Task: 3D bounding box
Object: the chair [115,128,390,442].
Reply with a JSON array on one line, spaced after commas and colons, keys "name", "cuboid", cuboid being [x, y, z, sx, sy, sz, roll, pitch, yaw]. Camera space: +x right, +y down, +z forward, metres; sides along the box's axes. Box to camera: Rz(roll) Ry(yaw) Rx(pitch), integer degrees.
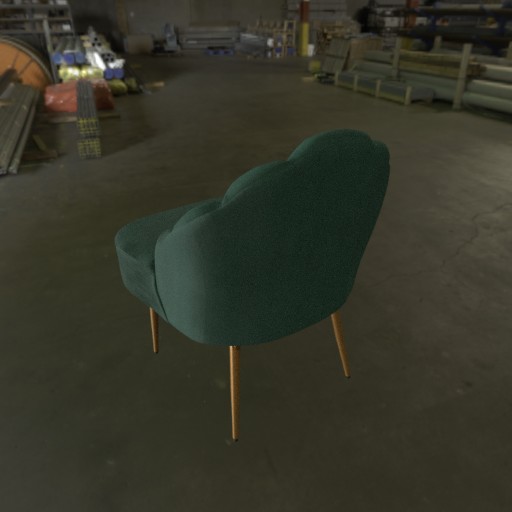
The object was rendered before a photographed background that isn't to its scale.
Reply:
[{"name": "chair", "cuboid": [0.000, 0.000, 1.256, 0.657, 0.819, 0.599, -18, 34, -29]}]
